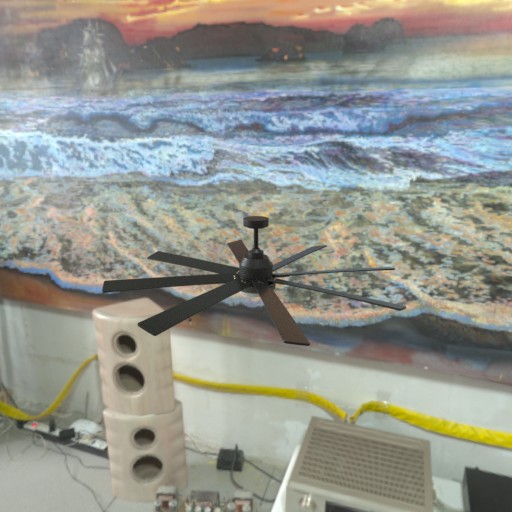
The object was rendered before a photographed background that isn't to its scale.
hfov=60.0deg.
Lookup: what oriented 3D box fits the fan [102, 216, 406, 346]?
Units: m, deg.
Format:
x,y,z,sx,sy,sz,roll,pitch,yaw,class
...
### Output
x,y,z,sx,sy,sz,roll,pitch,yaw,class
0.000,0.000,2.734,1.830,0.472,1.830,-3,16,-11,fan
